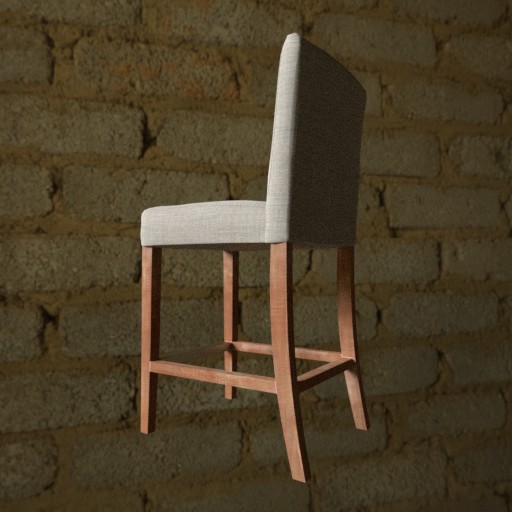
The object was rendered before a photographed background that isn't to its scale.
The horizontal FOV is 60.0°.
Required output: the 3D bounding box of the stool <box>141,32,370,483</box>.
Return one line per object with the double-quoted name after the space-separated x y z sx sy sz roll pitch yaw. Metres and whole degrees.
0.000 0.000 1.333 0.567 1.039 0.454 -1 -1 35 "stool"
